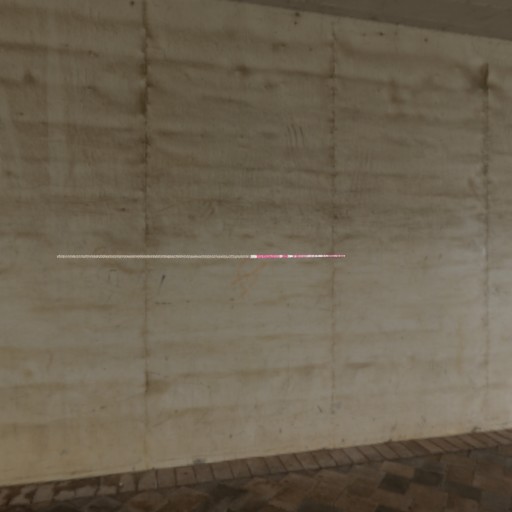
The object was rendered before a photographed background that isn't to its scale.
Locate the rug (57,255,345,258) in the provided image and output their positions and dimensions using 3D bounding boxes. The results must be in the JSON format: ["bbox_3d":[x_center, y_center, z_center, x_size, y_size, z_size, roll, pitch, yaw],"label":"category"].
[{"bbox_3d":[0.000,0.000,2.722,0.787,0.011,2.458,0,0,18],"label":"rug"}]
